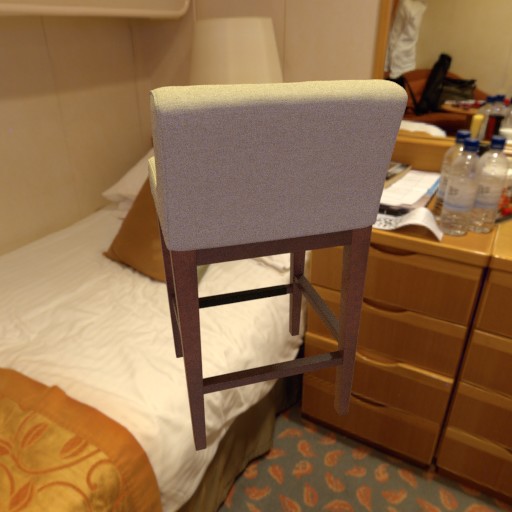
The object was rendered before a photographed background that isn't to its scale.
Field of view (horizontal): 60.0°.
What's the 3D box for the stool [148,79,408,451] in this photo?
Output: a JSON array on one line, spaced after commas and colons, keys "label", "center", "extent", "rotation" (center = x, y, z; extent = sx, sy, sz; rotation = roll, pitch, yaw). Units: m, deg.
[{"label": "stool", "center": [0.000, 0.000, 1.225], "extent": [0.511, 0.937, 0.500], "rotation": [-8, 29, -15]}]
